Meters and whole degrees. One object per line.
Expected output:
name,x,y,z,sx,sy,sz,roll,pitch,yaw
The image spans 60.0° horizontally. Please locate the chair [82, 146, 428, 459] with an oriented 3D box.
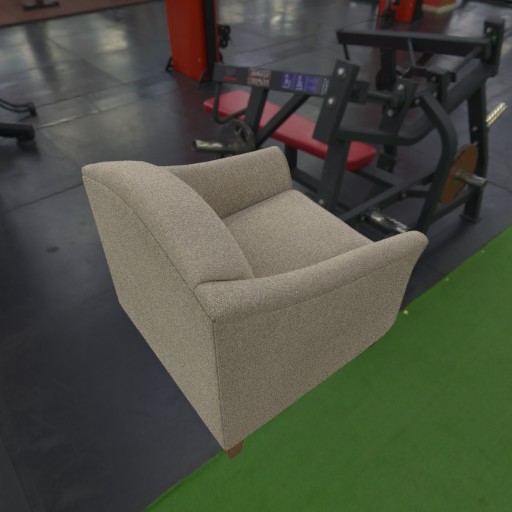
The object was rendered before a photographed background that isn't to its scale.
chair,0.000,0.000,1.490,0.787,0.839,0.763,-27,48,-27
